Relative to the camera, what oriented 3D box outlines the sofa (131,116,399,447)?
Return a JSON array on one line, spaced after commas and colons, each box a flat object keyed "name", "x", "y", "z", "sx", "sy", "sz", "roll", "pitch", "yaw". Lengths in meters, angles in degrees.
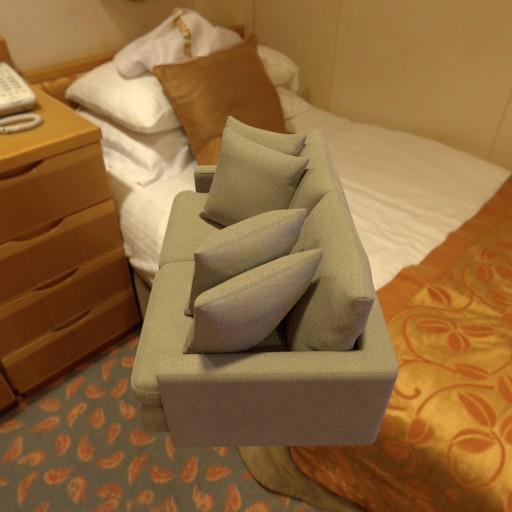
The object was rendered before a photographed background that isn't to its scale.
[{"name": "sofa", "x": 0.000, "y": 0.000, "z": 2.663, "sx": 1.228, "sy": 1.080, "sz": 1.869, "roll": -1, "pitch": 40, "yaw": -1}]
